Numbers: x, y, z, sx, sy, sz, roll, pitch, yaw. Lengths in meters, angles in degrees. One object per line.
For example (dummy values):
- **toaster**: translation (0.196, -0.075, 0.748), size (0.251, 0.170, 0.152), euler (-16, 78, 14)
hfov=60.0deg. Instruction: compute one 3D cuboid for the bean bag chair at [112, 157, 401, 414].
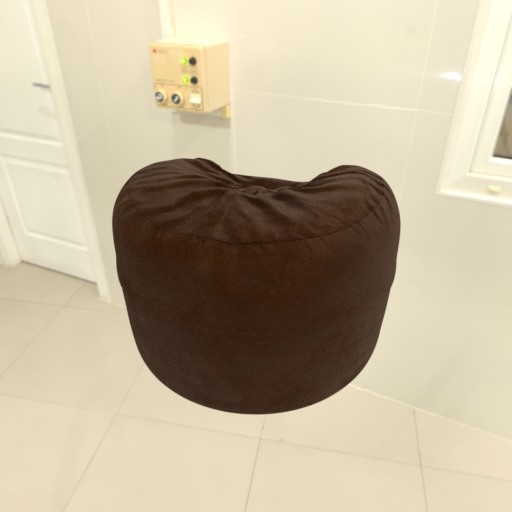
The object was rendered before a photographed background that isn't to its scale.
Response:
- **bean bag chair**: translation (0.000, 0.000, 1.523), size (0.918, 0.616, 0.918), euler (0, 32, 0)
